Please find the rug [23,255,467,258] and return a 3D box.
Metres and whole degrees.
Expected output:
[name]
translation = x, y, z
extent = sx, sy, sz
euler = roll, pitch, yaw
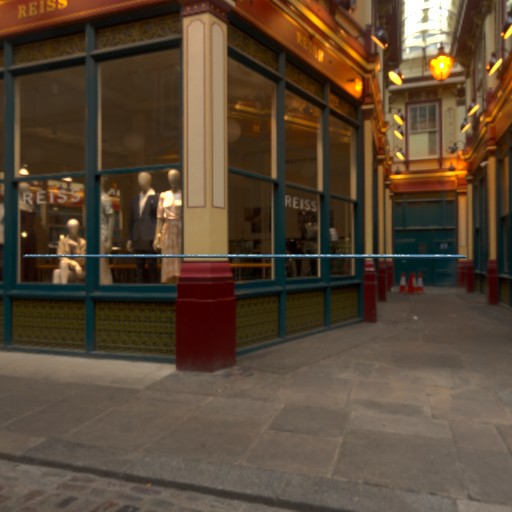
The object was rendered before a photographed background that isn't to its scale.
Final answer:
[rug]
translation = 0.000, 0.000, 2.304
extent = 1.833, 0.012, 1.211
euler = 0, 0, 18
